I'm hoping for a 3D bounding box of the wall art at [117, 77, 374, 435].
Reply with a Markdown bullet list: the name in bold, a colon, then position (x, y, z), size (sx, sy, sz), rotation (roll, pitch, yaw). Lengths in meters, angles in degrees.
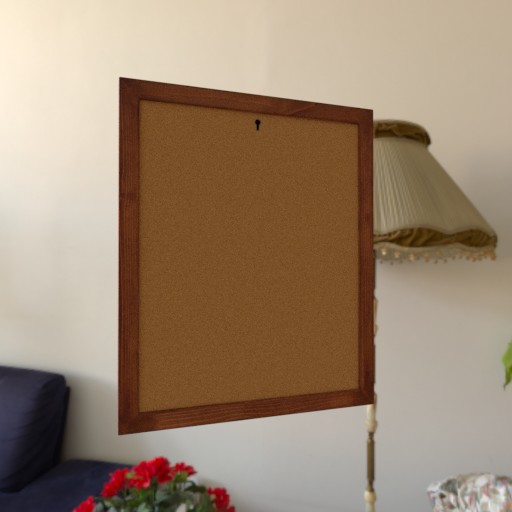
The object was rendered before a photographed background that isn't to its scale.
- **wall art**: position (0.000, 0.000, 0.777), size (0.462, 0.558, 0.030), rotation (0, -1, -19)
